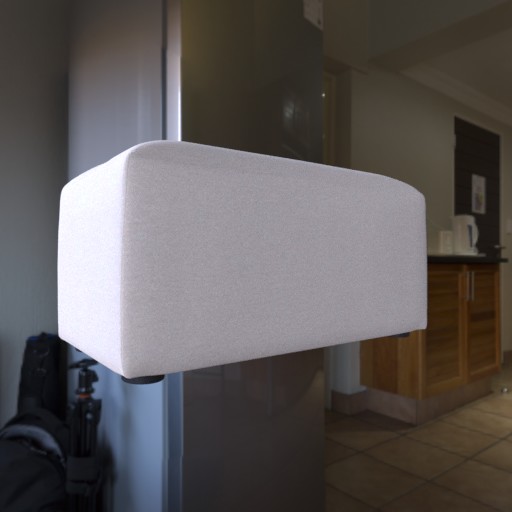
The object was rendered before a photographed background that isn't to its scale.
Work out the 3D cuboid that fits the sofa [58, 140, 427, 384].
[{"bbox_3d":[0.000,0.000,1.221,0.930,0.470,0.480,0,0,-36],"label":"sofa"}]
